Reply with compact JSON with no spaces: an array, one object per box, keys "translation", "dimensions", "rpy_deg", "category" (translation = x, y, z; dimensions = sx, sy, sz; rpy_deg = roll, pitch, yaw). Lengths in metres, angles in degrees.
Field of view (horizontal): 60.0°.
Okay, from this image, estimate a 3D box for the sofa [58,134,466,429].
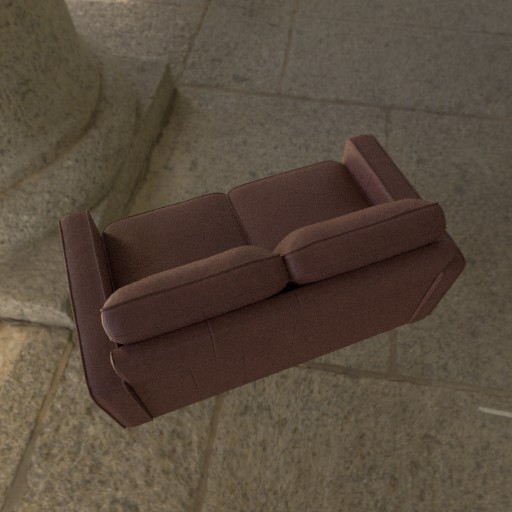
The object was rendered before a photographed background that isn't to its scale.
[{"translation":[0.000,0.000,2.172],"dimensions":[1.709,0.918,0.947],"rpy_deg":[-18,59,-11],"category":"sofa"}]
